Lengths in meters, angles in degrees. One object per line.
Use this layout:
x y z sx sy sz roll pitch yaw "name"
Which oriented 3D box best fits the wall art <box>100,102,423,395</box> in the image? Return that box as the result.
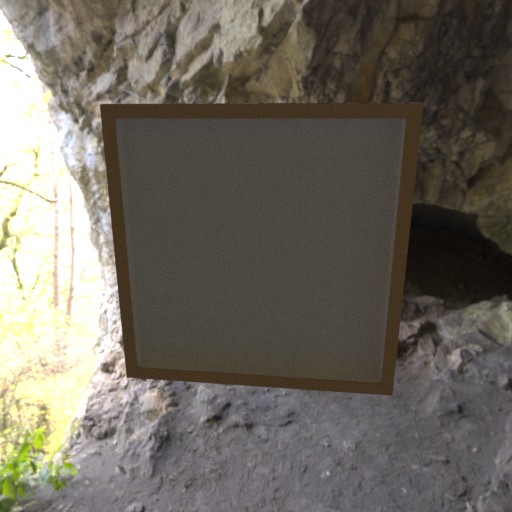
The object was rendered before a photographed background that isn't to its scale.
0.000 0.000 0.939 0.612 0.612 0.038 2 17 6 "wall art"
